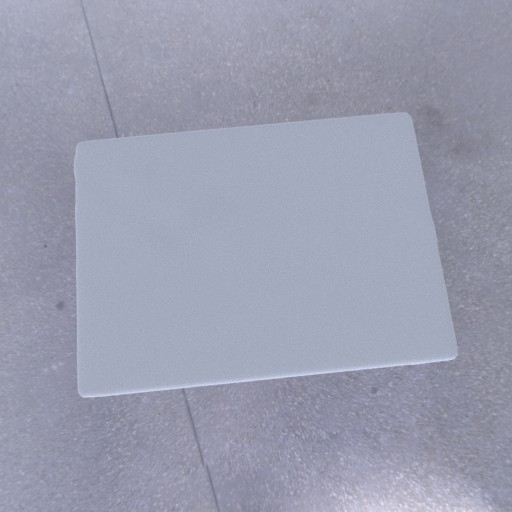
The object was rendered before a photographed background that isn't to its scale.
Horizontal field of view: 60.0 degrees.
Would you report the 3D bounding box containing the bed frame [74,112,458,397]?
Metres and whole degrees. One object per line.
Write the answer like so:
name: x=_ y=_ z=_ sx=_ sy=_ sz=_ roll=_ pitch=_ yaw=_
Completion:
bed frame: x=0.000 y=0.000 z=2.577 sx=1.905 sy=0.637 sz=1.372 roll=-6 pitch=77 yaw=-1
